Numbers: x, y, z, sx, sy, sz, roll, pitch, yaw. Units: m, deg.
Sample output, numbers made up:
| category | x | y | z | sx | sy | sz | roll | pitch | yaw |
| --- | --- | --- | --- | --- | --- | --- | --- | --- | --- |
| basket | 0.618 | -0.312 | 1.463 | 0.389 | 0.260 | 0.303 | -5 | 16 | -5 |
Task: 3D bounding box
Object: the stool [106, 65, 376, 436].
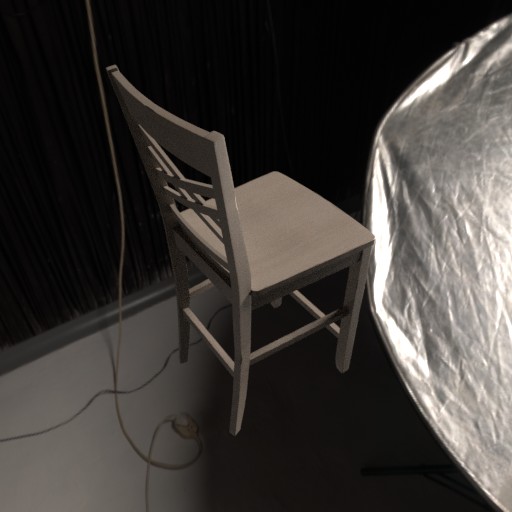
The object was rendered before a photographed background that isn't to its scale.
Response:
| category | x | y | z | sx | sy | sz | roll | pitch | yaw |
| --- | --- | --- | --- | --- | --- | --- | --- | --- | --- |
| stool | 0.000 | 0.000 | 1.331 | 0.539 | 1.079 | 0.462 | -25 | 47 | -27 |
